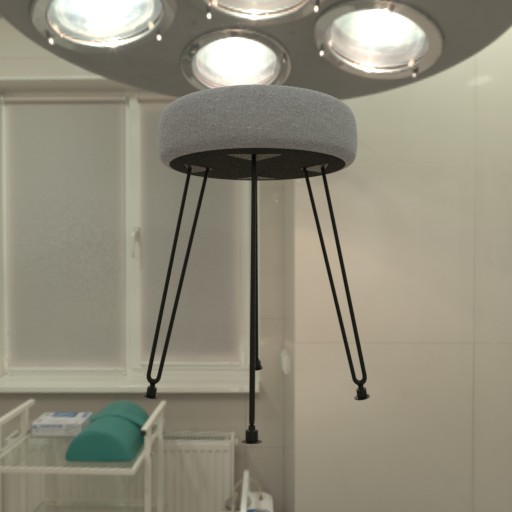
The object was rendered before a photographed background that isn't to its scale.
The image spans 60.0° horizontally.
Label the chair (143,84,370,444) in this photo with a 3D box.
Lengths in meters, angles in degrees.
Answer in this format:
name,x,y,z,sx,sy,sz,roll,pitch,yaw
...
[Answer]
name,x,y,z,sx,sy,sz,roll,pitch,yaw
chair,0.000,0.000,0.684,0.350,0.440,0.350,0,1,1
